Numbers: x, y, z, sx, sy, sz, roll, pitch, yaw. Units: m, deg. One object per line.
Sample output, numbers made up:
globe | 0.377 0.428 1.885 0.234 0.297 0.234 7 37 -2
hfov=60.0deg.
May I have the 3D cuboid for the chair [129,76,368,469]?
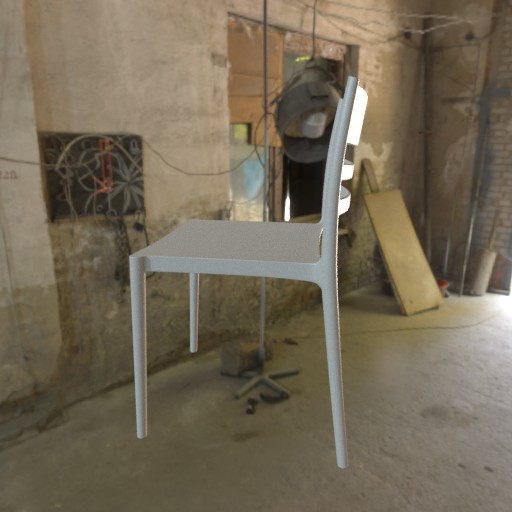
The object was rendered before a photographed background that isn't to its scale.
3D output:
chair | 0.000 0.000 1.143 0.511 0.800 0.531 2 15 8
